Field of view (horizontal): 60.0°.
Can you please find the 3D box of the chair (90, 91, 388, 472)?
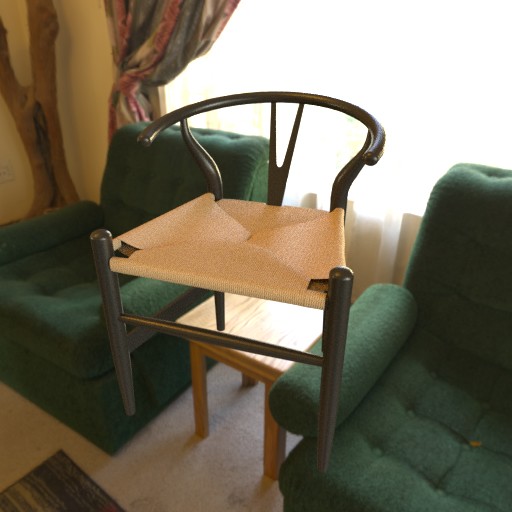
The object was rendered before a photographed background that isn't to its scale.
[{"bbox_3d":[0.000,0.000,1.132,0.570,0.739,0.570,9,28,17],"label":"chair"}]
